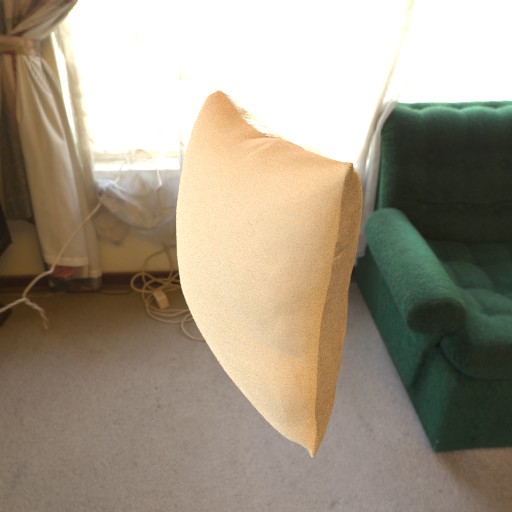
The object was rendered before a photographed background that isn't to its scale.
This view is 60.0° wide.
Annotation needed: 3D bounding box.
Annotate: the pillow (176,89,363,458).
[{"bbox_3d":[0.000,0.000,0.721,0.245,0.448,0.450,-10,31,-17],"label":"pillow"}]
